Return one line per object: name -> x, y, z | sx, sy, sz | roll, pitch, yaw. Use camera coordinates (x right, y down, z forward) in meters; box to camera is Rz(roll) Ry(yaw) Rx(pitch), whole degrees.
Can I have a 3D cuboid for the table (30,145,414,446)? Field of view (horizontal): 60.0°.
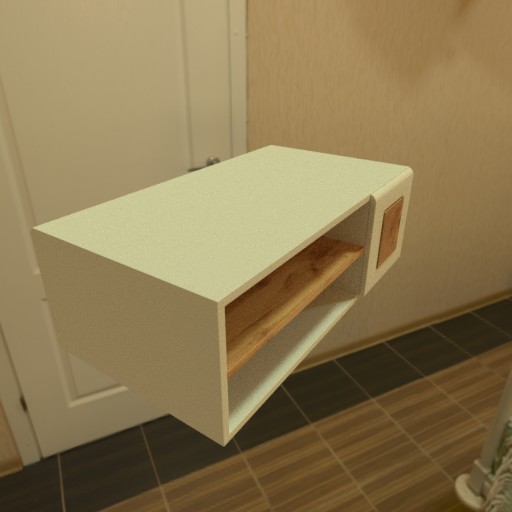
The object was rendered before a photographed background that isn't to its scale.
table -> 0.000, 0.000, 1.457 | 0.639, 0.442, 1.097 | 18, 32, 31
